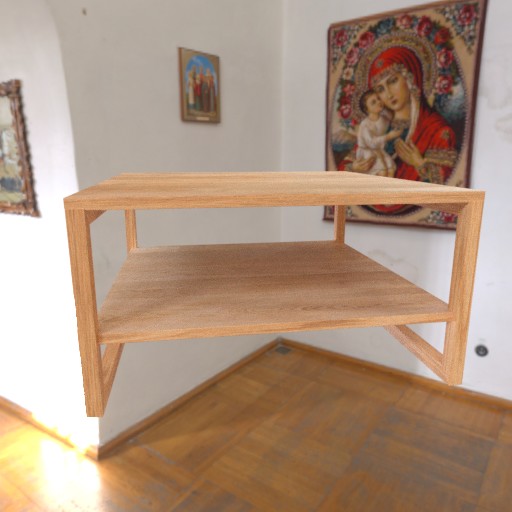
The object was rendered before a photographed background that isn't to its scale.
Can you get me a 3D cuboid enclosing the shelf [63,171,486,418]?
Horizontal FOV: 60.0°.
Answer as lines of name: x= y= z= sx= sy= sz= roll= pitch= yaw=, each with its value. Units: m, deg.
shelf: x=0.000 y=0.000 z=1.411 sx=0.899 sy=0.480 sz=0.899 roll=-2 pitch=14 yaw=-9
